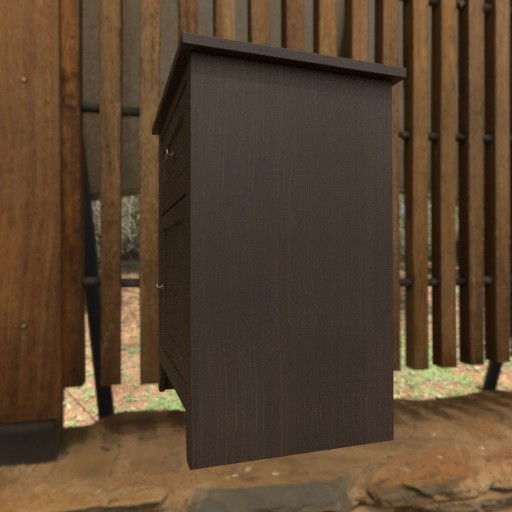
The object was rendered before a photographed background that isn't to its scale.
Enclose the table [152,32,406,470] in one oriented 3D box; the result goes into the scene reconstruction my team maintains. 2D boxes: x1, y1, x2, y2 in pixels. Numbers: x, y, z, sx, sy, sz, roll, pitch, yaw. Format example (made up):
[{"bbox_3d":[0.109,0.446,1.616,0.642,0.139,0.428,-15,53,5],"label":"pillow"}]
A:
[{"bbox_3d":[0.000,0.000,0.918,0.381,0.635,0.480,0,-1,-18],"label":"table"}]
